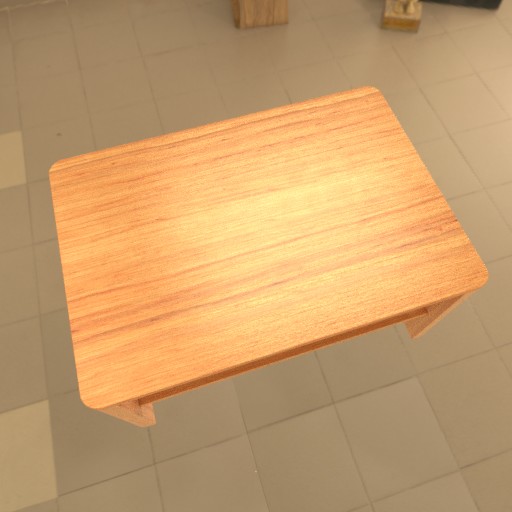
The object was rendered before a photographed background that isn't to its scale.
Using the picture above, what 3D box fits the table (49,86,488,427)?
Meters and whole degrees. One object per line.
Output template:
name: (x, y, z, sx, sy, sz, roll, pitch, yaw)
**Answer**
table: (0.000, 0.000, 1.353, 0.997, 0.445, 0.696, -16, 65, -8)
